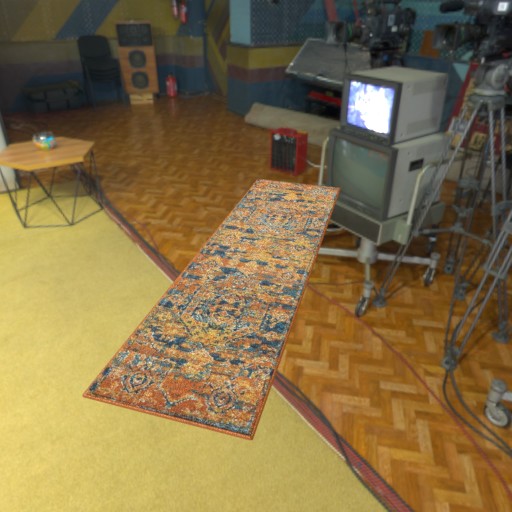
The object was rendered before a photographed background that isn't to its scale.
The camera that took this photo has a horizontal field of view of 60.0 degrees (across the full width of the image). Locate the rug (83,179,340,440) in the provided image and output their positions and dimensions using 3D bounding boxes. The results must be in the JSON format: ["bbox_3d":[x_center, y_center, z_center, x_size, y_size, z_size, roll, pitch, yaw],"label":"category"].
[{"bbox_3d":[0.000,0.000,2.469,0.651,0.016,2.274,9,32,14],"label":"rug"}]
